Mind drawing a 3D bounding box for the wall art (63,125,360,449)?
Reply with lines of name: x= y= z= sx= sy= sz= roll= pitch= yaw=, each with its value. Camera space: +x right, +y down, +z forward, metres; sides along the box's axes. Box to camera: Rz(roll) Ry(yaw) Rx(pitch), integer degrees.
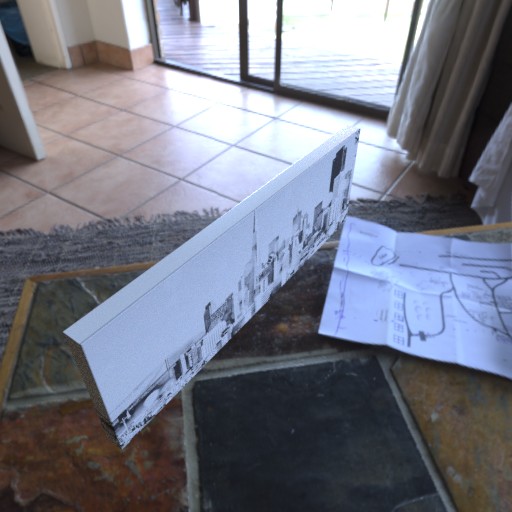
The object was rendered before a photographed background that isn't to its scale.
wall art: x=0.000 y=0.000 z=0.859 sx=0.036 sy=0.256 sz=0.766 roll=25 pitch=46 yaw=27
